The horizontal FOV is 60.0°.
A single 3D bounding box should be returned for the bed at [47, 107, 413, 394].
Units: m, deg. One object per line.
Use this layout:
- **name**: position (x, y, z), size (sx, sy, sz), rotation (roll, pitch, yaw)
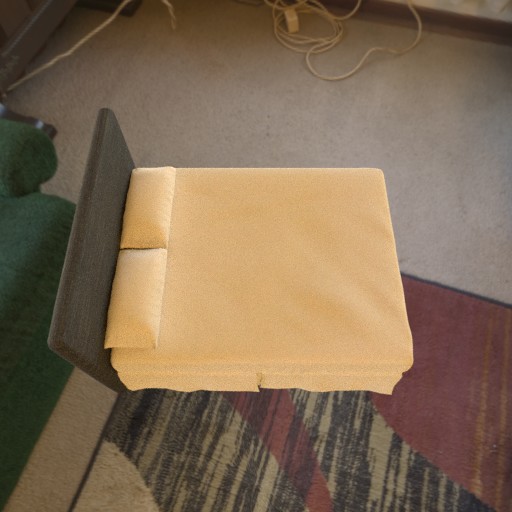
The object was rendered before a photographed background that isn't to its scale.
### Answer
- **bed**: position (0.000, 0.000, 3.179), size (2.142, 1.330, 1.723), rotation (0, 63, 0)
